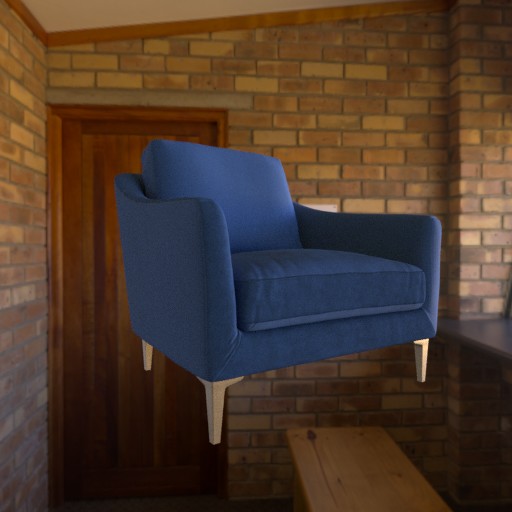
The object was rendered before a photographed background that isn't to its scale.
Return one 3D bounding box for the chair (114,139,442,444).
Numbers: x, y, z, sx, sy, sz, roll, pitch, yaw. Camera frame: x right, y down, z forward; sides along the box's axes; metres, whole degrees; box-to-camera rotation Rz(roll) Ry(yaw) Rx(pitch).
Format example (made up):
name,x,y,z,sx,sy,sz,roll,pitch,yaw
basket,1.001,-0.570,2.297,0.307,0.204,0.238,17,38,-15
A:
name,x,y,z,sx,sy,sz,roll,pitch,yaw
chair,0.000,0.000,1.676,0.987,0.899,0.961,-1,1,-36
